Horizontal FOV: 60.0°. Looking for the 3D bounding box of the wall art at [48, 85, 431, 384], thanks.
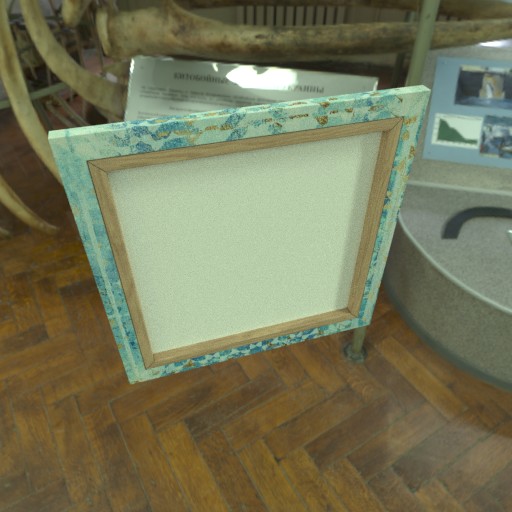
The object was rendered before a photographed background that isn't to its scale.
[{"bbox_3d":[0.000,0.000,1.337,0.916,0.916,0.040,-11,43,-13],"label":"wall art"}]
